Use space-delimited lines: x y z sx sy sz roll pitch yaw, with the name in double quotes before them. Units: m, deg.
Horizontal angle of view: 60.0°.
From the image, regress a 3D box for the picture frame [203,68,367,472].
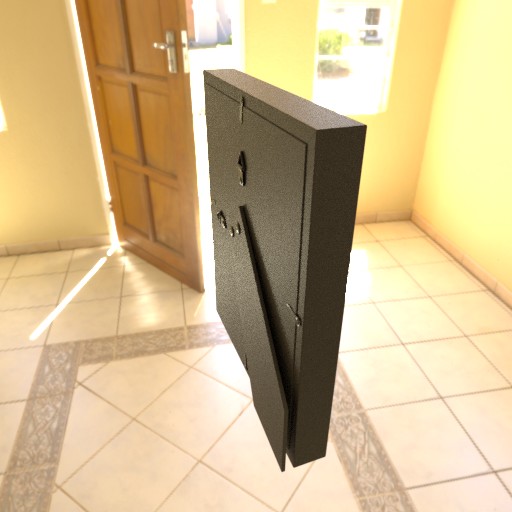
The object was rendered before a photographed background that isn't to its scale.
"picture frame" 0.000 0.000 0.399 0.042 0.284 0.232 -11 32 -18
